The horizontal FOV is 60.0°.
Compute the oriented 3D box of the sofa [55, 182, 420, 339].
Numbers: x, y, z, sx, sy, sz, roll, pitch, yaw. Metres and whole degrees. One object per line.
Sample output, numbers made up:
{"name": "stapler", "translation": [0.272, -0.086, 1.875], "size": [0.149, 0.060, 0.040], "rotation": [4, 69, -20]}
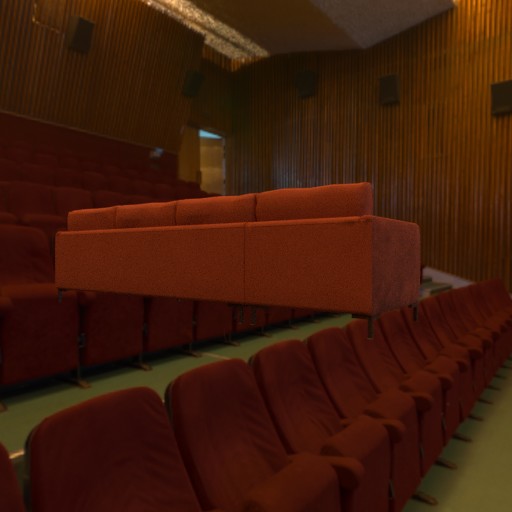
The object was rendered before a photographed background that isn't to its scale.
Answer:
{"name": "sofa", "translation": [0.000, 0.000, 3.561], "size": [2.736, 0.757, 1.879], "rotation": [0, 0, 36]}
